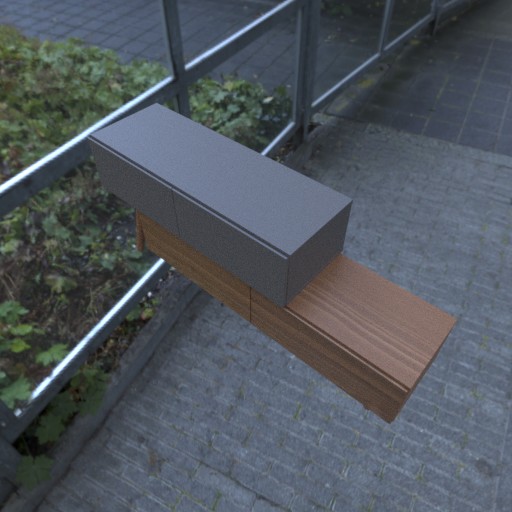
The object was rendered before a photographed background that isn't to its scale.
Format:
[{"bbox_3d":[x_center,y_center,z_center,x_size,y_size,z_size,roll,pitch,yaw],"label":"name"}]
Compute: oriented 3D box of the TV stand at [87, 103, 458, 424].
[{"bbox_3d":[0.000,0.000,1.597,1.336,0.591,0.329,32,54,27],"label":"TV stand"}]
